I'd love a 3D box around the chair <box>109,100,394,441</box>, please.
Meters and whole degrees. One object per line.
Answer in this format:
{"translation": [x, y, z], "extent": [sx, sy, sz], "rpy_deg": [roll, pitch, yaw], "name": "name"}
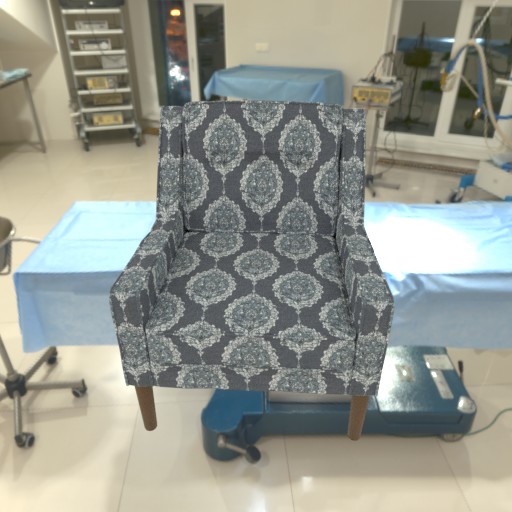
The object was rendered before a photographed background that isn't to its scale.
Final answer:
{"translation": [0.000, 0.000, 1.329], "extent": [0.663, 0.792, 0.743], "rpy_deg": [2, 31, 3], "name": "chair"}
